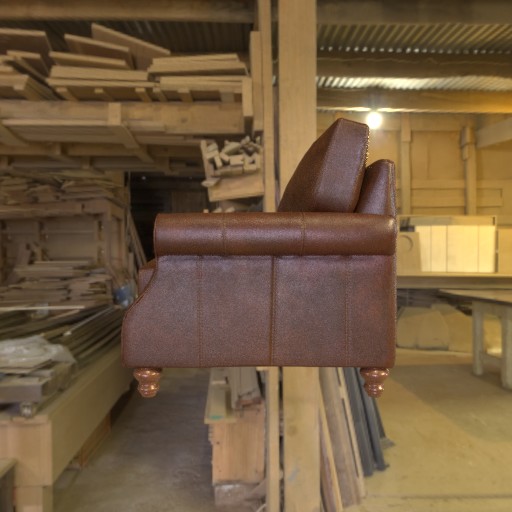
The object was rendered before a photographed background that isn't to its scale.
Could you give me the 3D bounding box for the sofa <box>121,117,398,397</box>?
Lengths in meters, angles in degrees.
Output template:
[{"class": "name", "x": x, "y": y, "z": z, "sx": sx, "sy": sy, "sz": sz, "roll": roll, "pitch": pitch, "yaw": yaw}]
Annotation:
[{"class": "sofa", "x": 0.000, "y": 0.000, "z": 2.240, "sx": 0.990, "sy": 0.976, "sz": 1.616, "roll": 0, "pitch": 1, "yaw": 0}]
